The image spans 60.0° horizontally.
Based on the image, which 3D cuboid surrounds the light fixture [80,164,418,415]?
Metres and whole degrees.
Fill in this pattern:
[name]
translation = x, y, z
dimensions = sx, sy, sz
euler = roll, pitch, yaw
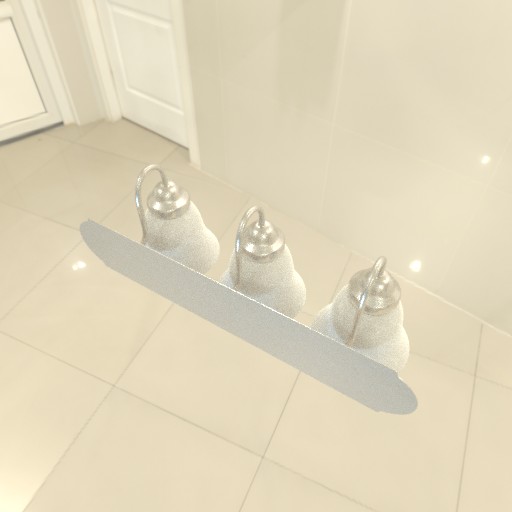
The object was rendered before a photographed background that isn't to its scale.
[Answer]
[light fixture]
translation = 0.000, 0.000, 0.719
dimensions = 0.610, 0.222, 0.199
euler = 24, 52, 21
